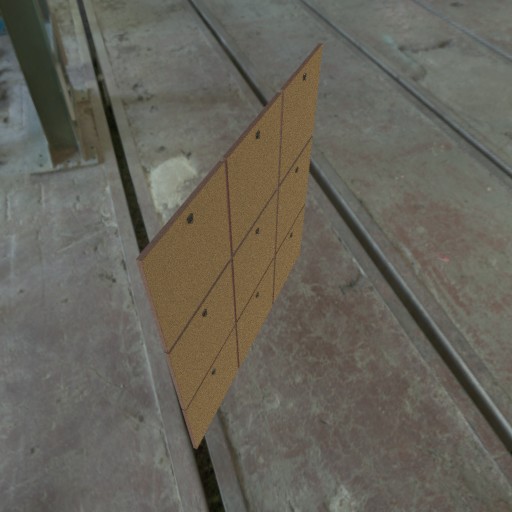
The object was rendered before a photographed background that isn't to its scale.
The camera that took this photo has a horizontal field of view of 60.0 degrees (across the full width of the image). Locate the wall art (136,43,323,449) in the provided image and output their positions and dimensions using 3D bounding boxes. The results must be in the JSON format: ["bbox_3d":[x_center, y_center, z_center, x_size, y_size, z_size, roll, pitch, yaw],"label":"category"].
[{"bbox_3d":[0.000,0.000,1.796,0.024,1.218,1.221,19,51,16],"label":"wall art"}]
